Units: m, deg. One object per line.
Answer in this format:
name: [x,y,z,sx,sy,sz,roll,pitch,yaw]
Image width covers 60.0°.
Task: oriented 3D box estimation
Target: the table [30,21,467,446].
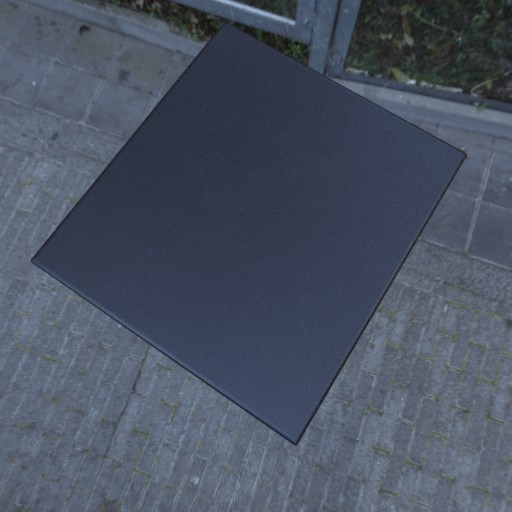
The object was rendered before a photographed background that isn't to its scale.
table: [0.000,0.000,0.913,0.442,0.565,0.488,32,77,8]
